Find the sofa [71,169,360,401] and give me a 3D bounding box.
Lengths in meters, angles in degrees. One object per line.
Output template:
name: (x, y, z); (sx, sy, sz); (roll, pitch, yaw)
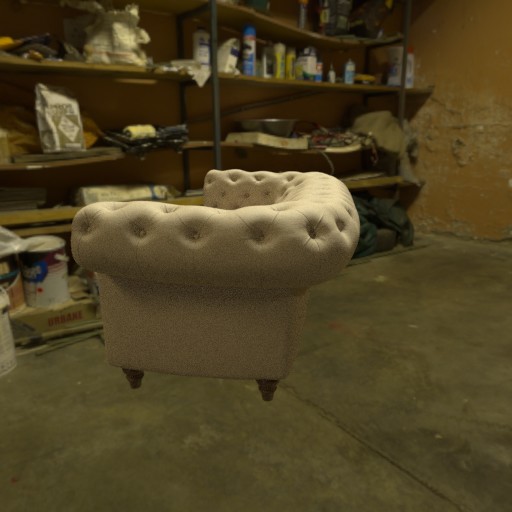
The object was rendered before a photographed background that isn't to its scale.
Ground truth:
sofa: (0.000, 0.000, 2.490); (1.069, 0.835, 1.988); (2, 15, 9)
